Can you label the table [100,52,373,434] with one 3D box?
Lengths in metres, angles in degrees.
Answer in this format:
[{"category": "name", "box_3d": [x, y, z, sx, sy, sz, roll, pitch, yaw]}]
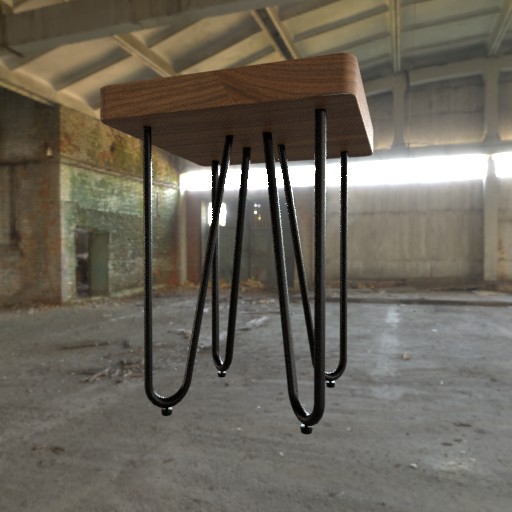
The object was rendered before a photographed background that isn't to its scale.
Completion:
[{"category": "table", "box_3d": [0.000, 0.000, 0.990, 0.480, 0.641, 0.479, 0, 0, 18]}]
